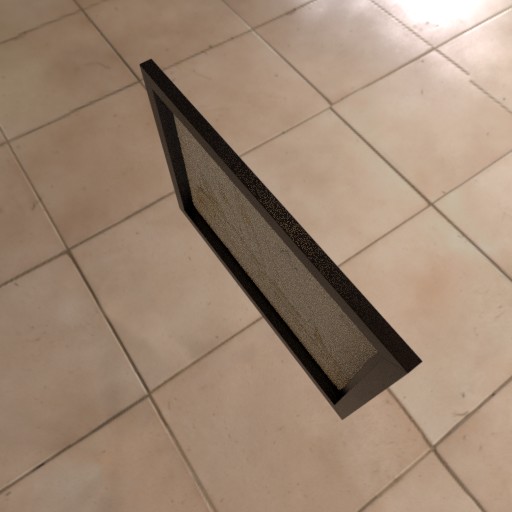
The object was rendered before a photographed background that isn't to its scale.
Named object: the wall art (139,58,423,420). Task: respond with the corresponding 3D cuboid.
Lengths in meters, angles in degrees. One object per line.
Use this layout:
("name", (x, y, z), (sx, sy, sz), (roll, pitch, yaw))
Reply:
("wall art", (0.000, 0.000, 0.858), (0.027, 0.458, 0.657), (-33, 68, -15))
